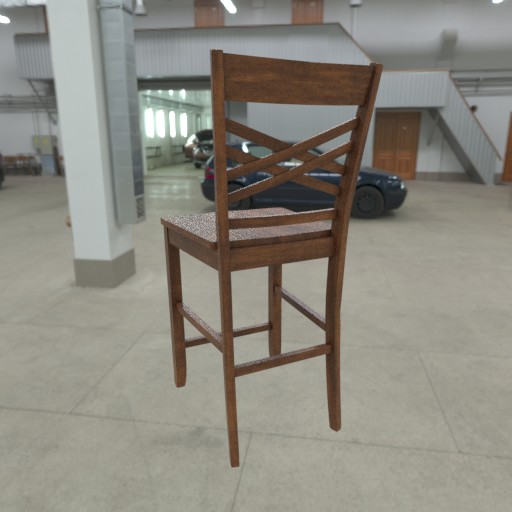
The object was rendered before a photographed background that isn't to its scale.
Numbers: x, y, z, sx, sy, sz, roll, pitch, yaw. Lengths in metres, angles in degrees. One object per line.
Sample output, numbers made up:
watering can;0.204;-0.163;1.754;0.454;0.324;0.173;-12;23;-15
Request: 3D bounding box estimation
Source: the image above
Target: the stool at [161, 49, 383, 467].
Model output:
stool;0.000;0.000;1.378;0.462;1.079;0.539;-8;17;-26
